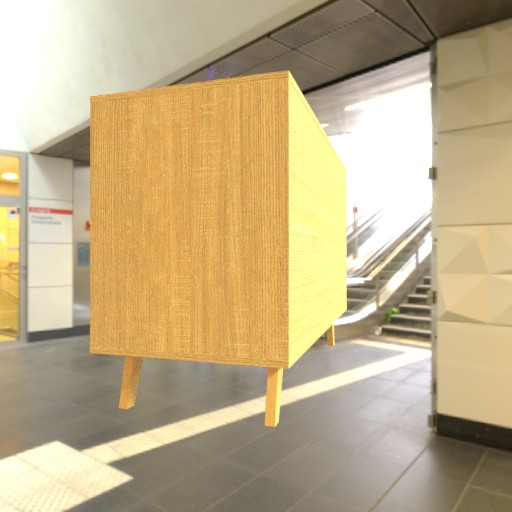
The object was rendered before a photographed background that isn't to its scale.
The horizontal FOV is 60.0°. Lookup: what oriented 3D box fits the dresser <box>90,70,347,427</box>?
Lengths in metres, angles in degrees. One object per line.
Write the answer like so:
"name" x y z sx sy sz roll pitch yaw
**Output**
"dresser" 0.000 0.000 1.538 0.500 0.780 1.110 0 0 18
